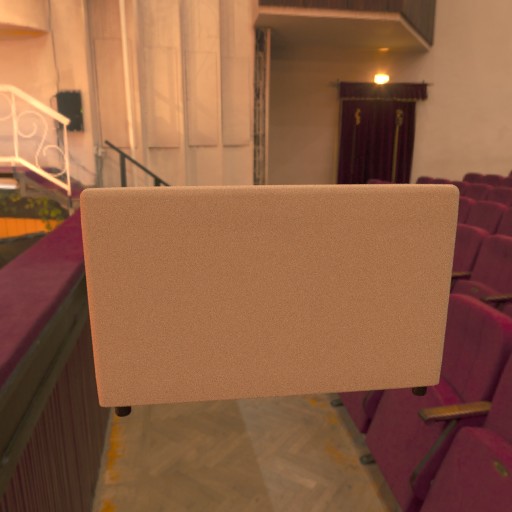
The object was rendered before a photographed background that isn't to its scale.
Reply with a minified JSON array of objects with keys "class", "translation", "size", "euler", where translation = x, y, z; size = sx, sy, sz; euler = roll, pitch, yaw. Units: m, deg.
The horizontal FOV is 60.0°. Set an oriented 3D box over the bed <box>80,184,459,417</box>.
[{"class":"bed","translation":[0.000,0.000,3.587],"size":[2.119,1.317,2.341],"euler":[-2,14,-7]}]
